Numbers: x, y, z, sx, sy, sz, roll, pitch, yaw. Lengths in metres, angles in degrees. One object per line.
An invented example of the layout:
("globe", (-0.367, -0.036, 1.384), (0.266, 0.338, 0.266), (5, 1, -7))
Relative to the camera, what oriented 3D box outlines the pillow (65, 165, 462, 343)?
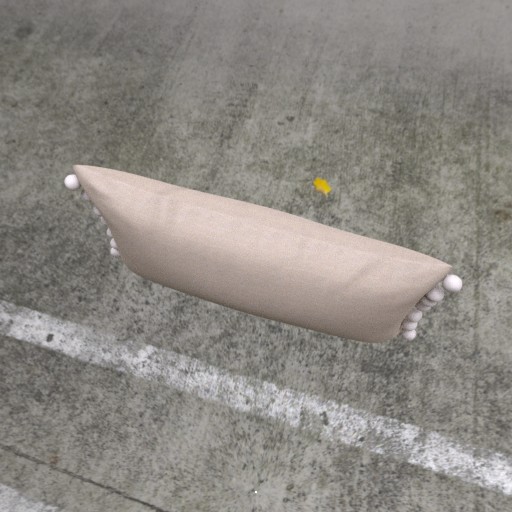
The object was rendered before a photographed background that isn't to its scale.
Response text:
("pillow", (0.000, 0.000, 0.864), (0.709, 0.322, 0.201), (15, 63, 8))
